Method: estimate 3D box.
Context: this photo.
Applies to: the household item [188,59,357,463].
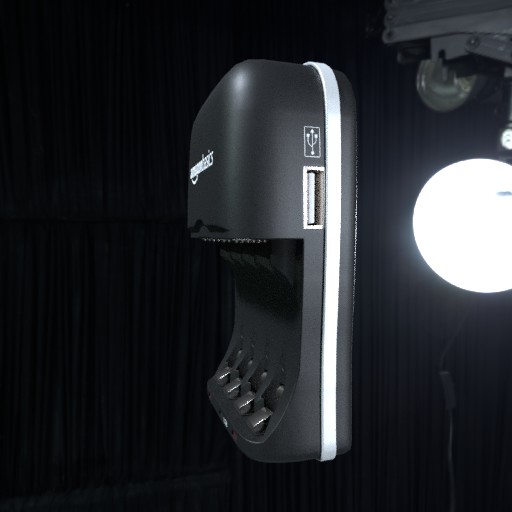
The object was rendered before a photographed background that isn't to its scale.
[{"bbox_3d":[0.000,0.000,0.147,0.038,0.114,0.070,-1,3,-18],"label":"household item"}]
